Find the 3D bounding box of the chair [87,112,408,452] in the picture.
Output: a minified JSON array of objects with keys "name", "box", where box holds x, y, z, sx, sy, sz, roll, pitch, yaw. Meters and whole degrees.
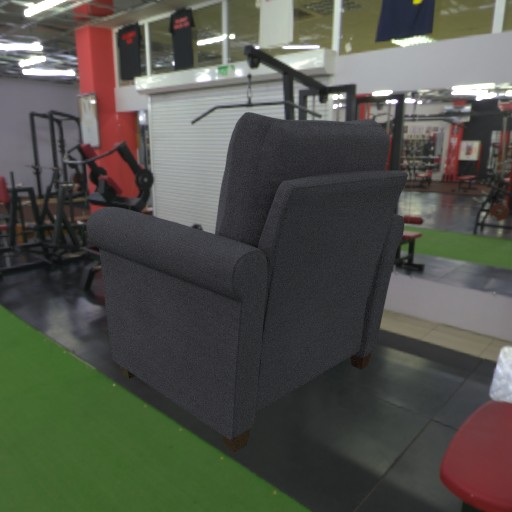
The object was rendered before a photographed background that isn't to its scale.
[{"name":"chair","box":[0.000,0.000,1.596,0.828,0.942,0.867,14,20,43]}]
